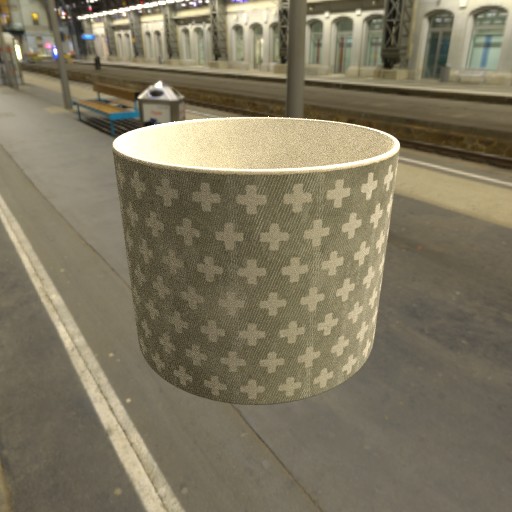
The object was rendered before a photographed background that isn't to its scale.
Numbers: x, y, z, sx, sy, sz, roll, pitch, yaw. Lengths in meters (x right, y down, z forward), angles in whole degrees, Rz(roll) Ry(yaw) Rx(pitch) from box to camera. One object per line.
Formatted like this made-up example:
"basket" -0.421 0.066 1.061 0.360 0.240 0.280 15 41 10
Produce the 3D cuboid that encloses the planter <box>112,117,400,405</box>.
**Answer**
"planter" 0.000 0.000 0.451 0.250 0.239 0.250 0 25 0
